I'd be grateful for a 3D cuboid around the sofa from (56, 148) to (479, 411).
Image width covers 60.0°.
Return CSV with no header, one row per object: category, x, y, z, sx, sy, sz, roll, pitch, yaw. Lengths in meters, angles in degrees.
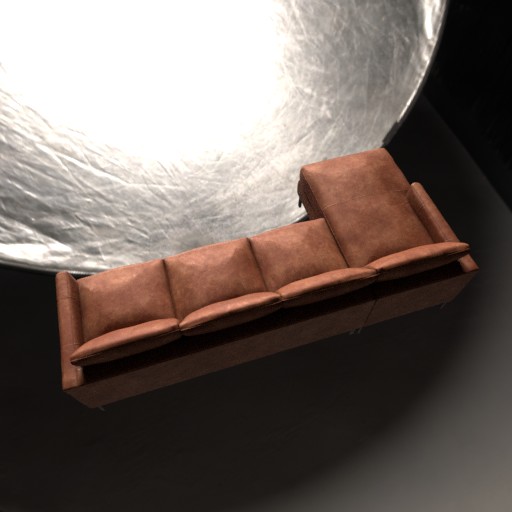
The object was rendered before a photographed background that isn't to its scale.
sofa,0.000,0.000,3.557,2.993,0.859,1.471,-15,59,-9
